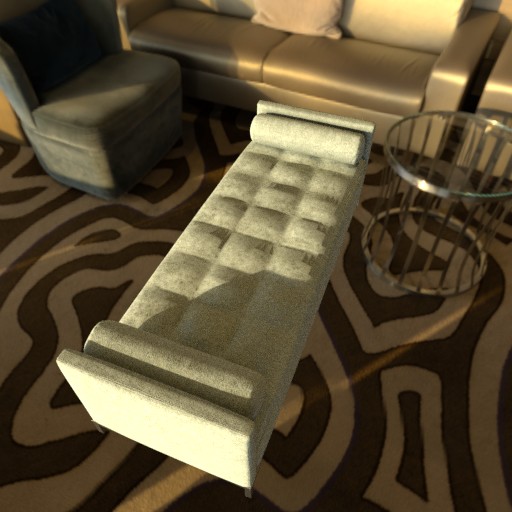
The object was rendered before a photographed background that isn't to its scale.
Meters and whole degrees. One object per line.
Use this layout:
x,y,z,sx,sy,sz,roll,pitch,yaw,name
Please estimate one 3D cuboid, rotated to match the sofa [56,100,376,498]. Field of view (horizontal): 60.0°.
0.000,0.000,2.408,0.797,0.657,2.102,16,49,14,sofa
